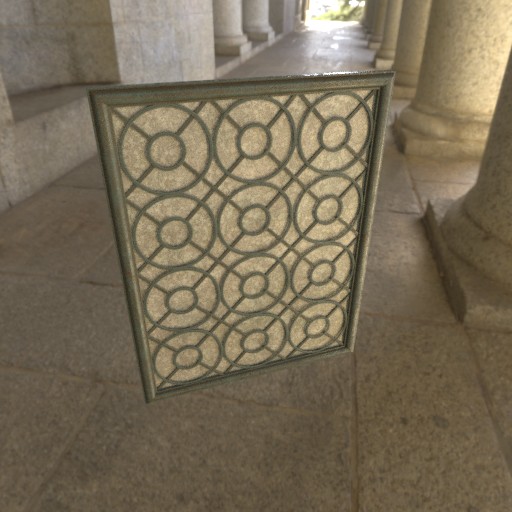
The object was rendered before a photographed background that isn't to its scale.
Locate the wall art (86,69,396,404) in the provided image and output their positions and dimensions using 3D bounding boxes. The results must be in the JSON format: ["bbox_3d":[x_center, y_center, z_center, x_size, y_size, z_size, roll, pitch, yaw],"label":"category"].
[{"bbox_3d":[0.000,0.000,1.304,0.767,0.983,0.030,-10,32,-16],"label":"wall art"}]
